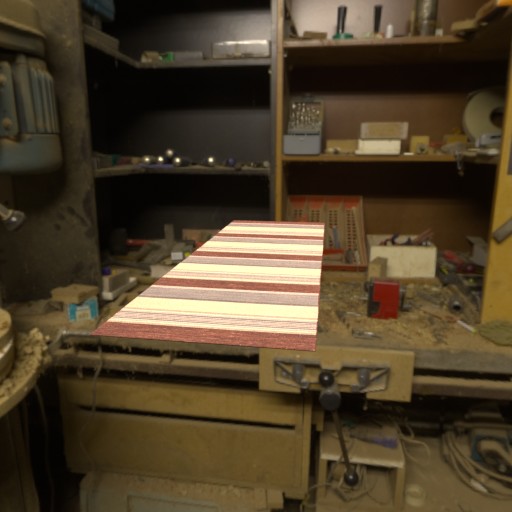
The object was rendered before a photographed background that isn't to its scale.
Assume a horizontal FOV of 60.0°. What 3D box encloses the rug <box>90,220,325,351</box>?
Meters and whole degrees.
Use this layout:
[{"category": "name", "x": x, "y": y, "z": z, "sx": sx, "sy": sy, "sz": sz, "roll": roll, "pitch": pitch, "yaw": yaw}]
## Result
[{"category": "rug", "x": 0.000, "y": 0.000, "z": 2.669, "sx": 0.792, "sy": 0.006, "sz": 2.437, "roll": 2, "pitch": 14, "yaw": 9}]
